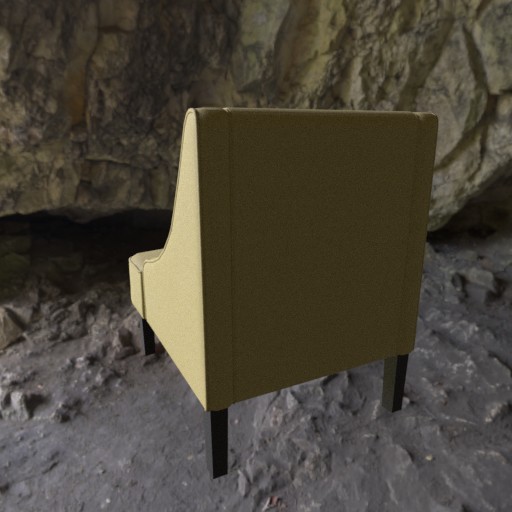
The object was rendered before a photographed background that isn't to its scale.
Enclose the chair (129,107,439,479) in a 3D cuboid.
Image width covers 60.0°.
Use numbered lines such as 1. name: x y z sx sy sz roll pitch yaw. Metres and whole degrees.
1. chair: 0.000 0.000 1.469 0.696 0.896 0.814 -8 18 -26
